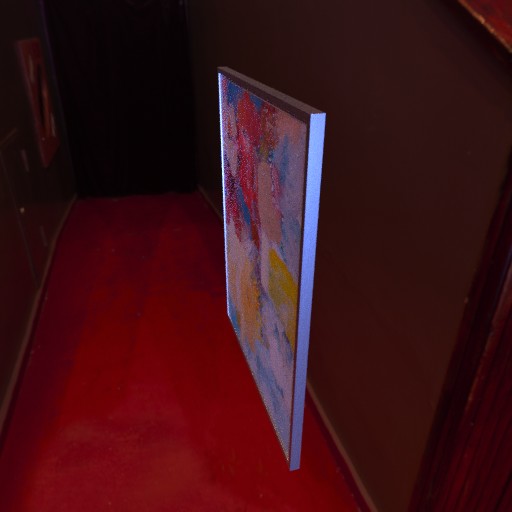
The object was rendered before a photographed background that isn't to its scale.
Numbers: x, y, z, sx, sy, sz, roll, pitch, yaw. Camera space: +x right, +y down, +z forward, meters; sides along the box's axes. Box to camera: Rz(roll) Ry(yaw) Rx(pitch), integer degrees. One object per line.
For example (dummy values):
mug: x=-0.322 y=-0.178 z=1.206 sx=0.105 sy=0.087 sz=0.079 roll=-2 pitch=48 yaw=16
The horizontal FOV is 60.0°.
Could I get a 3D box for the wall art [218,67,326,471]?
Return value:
wall art: x=0.000 y=0.000 z=1.429 sx=0.030 sy=1.046 sz=0.816 roll=-8 pitch=30 yaw=-15
